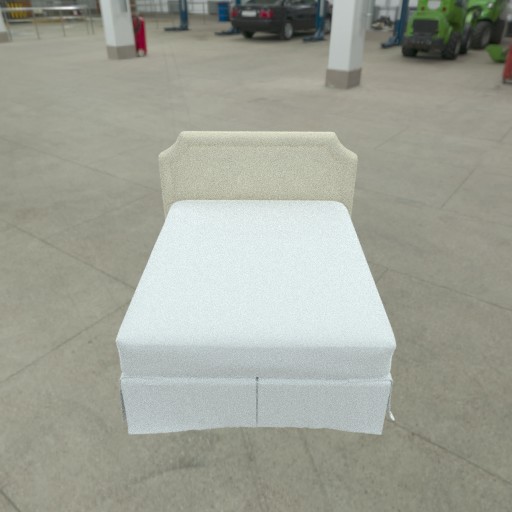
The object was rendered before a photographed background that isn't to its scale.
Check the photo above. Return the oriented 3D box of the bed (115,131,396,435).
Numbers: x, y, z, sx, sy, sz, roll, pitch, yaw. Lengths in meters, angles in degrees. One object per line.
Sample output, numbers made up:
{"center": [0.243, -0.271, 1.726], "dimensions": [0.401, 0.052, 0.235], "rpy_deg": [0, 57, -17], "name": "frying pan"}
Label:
{"center": [0.000, 0.000, 3.367], "dimensions": [1.827, 1.296, 2.209], "rpy_deg": [0, 31, 1], "name": "bed"}
